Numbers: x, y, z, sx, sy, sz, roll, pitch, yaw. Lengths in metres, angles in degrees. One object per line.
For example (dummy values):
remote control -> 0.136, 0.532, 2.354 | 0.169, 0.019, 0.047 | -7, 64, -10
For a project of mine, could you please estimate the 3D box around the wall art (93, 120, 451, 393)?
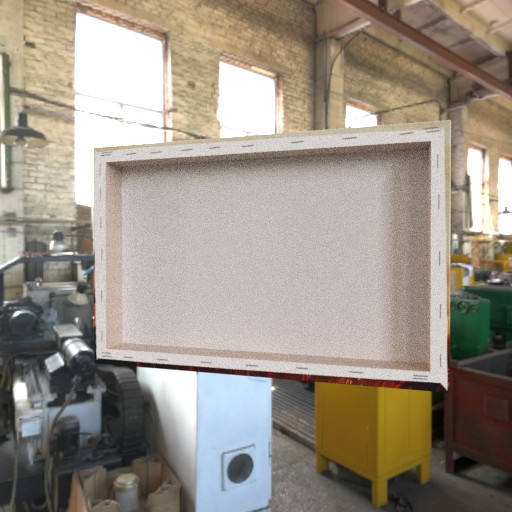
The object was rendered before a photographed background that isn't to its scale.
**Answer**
wall art -> 0.000, 0.000, 0.478 | 0.383, 0.251, 0.037 | 0, 1, 16
